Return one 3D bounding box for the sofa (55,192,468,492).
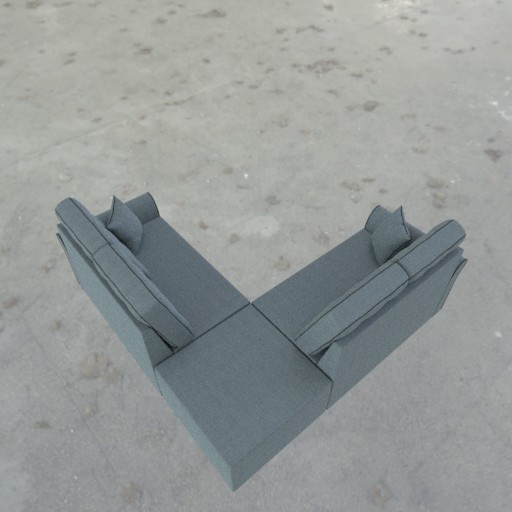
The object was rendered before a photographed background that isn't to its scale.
[{"bbox_3d":[0.000,0.000,3.202,2.068,0.988,2.070,-31,53,-27],"label":"sofa"}]
